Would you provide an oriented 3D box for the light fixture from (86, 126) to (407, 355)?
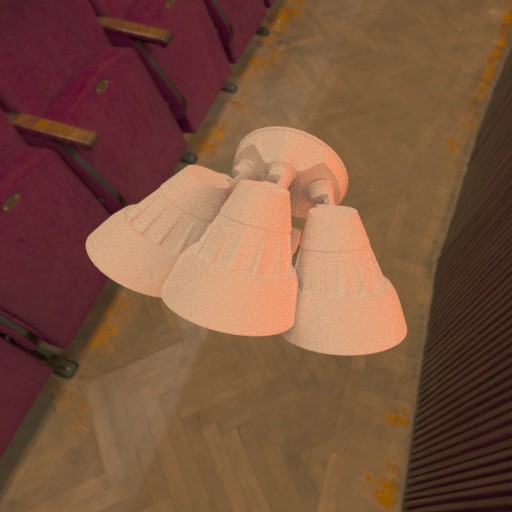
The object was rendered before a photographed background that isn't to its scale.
[{"bbox_3d":[0.000,0.000,0.543,0.369,0.237,0.278,17,60,10],"label":"light fixture"}]
